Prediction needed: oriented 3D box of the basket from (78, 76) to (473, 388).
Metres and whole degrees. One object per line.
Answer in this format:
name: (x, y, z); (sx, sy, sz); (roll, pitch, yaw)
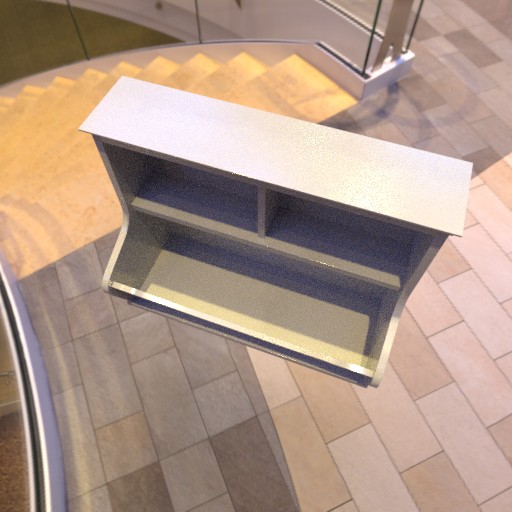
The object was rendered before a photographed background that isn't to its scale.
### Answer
basket: (0.000, 0.000, 1.110); (0.780, 0.600, 0.350); (17, 60, 10)
